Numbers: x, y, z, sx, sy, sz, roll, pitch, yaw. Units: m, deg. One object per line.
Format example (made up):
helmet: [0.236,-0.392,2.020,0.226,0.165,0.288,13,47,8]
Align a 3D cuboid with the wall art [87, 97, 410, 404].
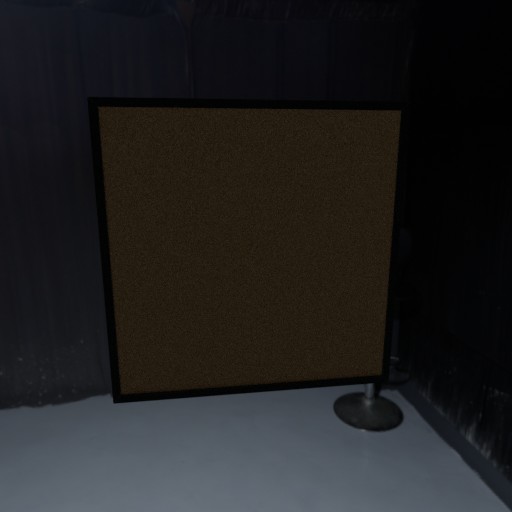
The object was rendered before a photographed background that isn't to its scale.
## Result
wall art: [0.000,0.000,1.142,0.761,0.761,0.037,-2,14,-8]
